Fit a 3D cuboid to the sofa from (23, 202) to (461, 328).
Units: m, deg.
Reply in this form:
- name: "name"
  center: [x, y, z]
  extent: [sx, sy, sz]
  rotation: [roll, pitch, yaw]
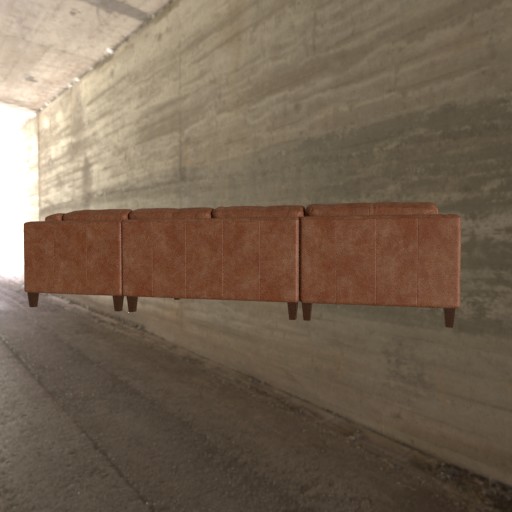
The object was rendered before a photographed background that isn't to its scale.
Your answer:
- name: "sofa"
  center: [0.000, 0.000, 4.430]
  extent: [3.401, 0.832, 2.430]
  rotation: [0, 2, 16]
